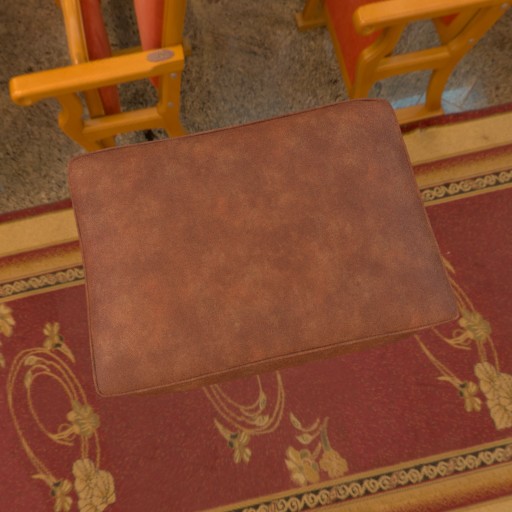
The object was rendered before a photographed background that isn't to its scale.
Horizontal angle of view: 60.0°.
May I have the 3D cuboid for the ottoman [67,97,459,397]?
[{"bbox_3d":[0.000,0.000,0.983,0.665,0.418,0.501,-12,76,-3],"label":"ottoman"}]
